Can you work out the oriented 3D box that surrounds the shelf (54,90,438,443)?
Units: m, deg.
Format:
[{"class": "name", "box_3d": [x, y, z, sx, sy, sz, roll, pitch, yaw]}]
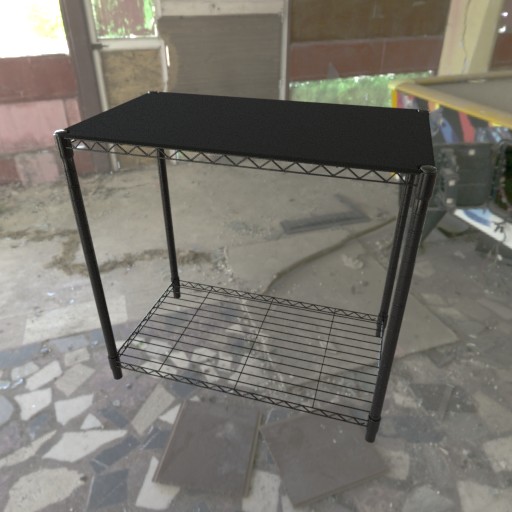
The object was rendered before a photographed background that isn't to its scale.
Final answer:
[{"class": "shelf", "box_3d": [0.000, 0.000, 0.924, 0.589, 0.564, 0.338, 9, 33, 14]}]
